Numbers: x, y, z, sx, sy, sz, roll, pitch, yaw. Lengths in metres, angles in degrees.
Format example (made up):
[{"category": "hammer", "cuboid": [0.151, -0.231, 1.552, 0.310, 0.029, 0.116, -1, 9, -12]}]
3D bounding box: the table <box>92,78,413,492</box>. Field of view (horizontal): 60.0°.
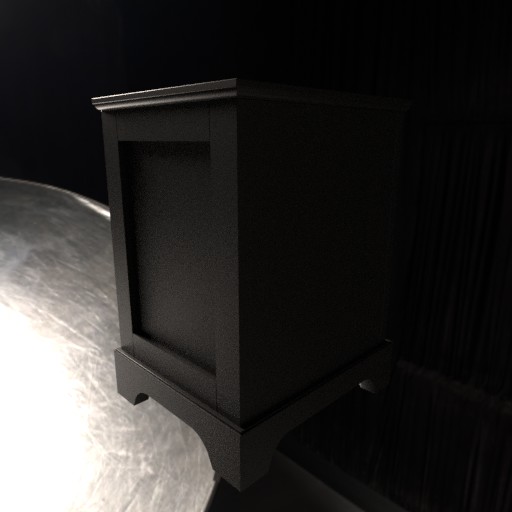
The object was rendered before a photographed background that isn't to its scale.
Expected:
[{"category": "table", "cuboid": [0.000, 0.000, 0.913, 0.460, 0.610, 0.399, -14, 20, -43]}]
